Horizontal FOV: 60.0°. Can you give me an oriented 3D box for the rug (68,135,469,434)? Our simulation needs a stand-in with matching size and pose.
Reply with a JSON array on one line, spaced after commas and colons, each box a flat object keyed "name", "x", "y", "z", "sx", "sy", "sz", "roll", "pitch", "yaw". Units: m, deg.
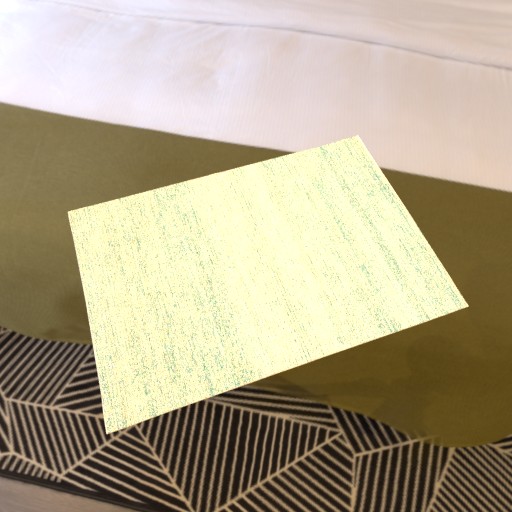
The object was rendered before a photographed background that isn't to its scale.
[{"name": "rug", "x": 0.000, "y": 0.000, "z": 2.986, "sx": 2.305, "sy": 0.029, "sz": 1.593, "roll": -17, "pitch": 61, "yaw": -10}]
